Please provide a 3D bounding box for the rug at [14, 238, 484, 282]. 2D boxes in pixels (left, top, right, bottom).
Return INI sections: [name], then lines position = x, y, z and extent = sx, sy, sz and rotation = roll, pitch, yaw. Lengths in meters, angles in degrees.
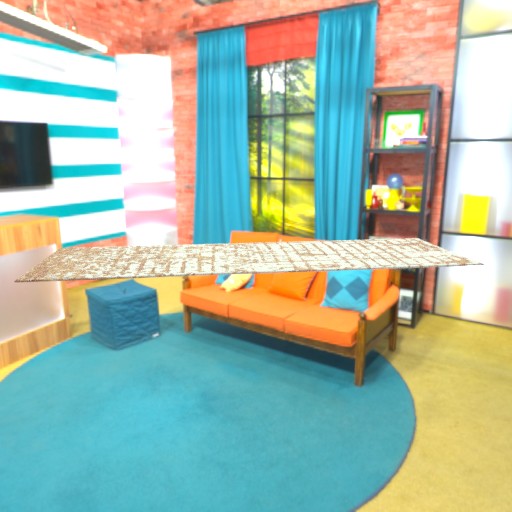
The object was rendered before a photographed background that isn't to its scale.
[rug]
position = 0.000, 0.000, 2.638
extent = 2.435, 0.011, 0.750
rotation = -2, 13, -8
